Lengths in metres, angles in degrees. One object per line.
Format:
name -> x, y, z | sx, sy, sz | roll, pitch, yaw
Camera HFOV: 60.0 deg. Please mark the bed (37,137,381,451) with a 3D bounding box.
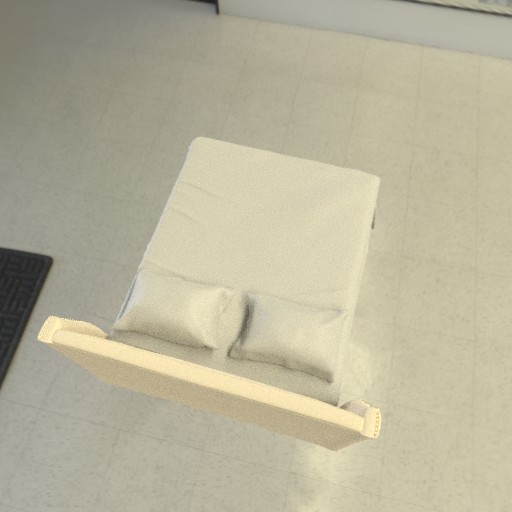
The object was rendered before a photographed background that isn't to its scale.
bed -> 0.000, 0.000, 3.387 | 1.925, 1.332, 2.276 | 14, 65, 7
